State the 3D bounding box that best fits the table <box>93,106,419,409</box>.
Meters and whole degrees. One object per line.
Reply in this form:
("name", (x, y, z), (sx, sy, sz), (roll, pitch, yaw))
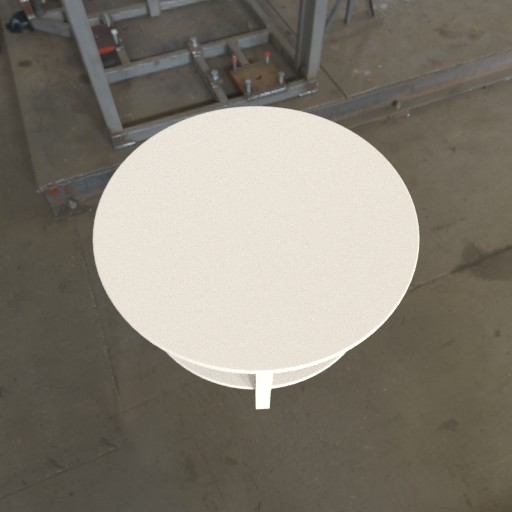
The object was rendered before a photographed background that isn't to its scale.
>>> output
("table", (0.000, 0.000, 1.450), (0.910, 0.457, 0.910), (0, 58, 0))
